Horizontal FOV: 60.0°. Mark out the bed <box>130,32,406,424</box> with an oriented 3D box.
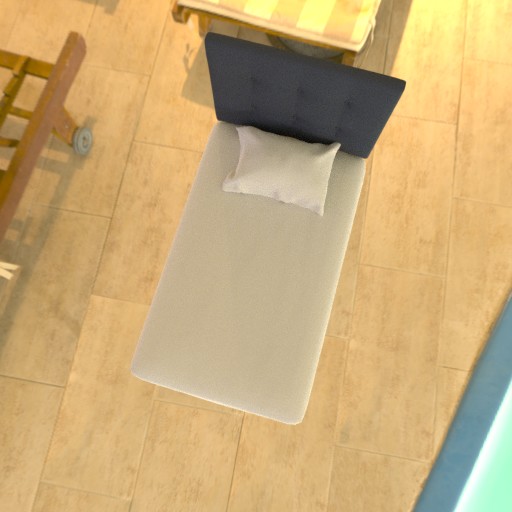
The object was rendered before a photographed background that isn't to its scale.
[{"bbox_3d":[0.000,0.000,2.958,1.261,1.571,1.997,16,77,4],"label":"bed"}]
